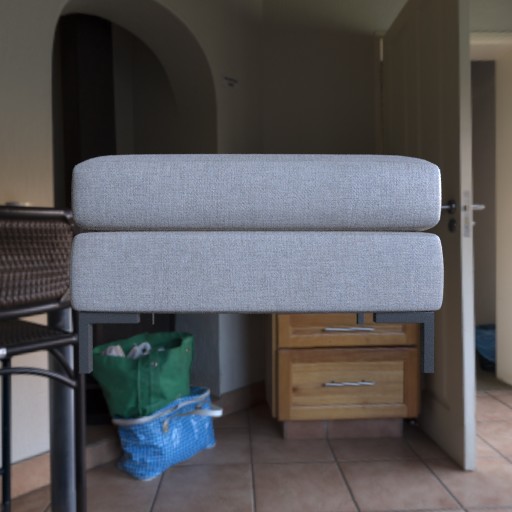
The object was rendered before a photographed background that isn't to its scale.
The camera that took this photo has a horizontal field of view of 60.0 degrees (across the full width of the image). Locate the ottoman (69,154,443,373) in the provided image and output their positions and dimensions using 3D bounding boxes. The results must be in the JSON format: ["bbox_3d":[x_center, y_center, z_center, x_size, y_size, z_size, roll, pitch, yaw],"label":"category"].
[{"bbox_3d":[0.000,0.000,1.253,0.820,0.490,0.671,0,1,0],"label":"ottoman"}]
